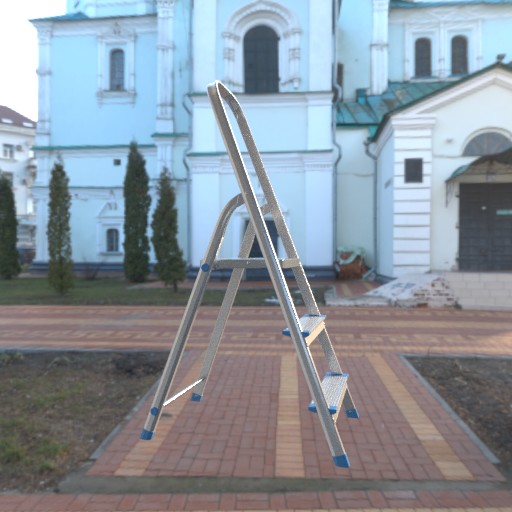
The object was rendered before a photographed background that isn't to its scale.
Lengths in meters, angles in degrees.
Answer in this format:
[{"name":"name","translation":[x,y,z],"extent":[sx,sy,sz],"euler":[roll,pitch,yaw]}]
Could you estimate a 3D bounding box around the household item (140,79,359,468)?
[{"name":"household item","translation":[0.000,0.000,1.568],"extent":[0.687,1.215,0.420],"euler":[0,1,17]}]
